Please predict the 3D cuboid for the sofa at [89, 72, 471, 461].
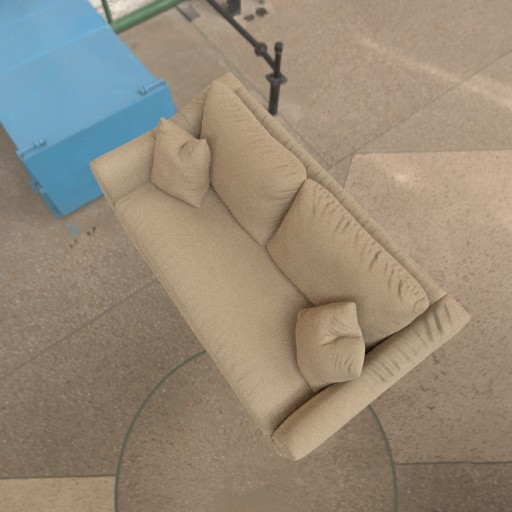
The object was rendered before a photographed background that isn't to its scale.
[{"bbox_3d":[0.000,0.000,2.590,1.072,1.018,2.010,-33,68,-15],"label":"sofa"}]
